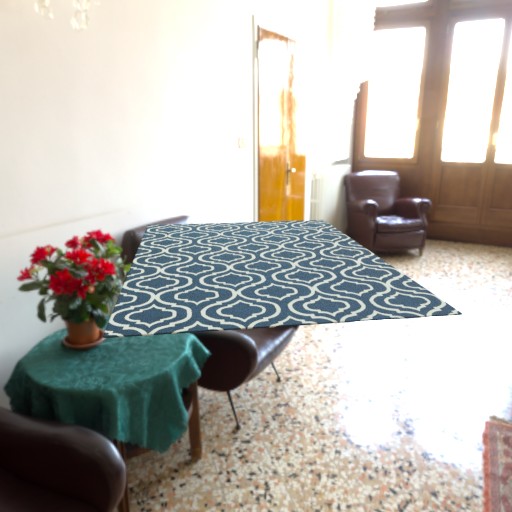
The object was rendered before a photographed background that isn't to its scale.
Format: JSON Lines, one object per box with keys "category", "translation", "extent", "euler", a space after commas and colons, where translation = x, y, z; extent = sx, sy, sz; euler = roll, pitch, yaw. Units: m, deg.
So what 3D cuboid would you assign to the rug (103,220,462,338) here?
{"category": "rug", "translation": [0.000, 0.000, 4.524], "extent": [2.438, 0.010, 3.353], "euler": [-2, 16, -8]}
